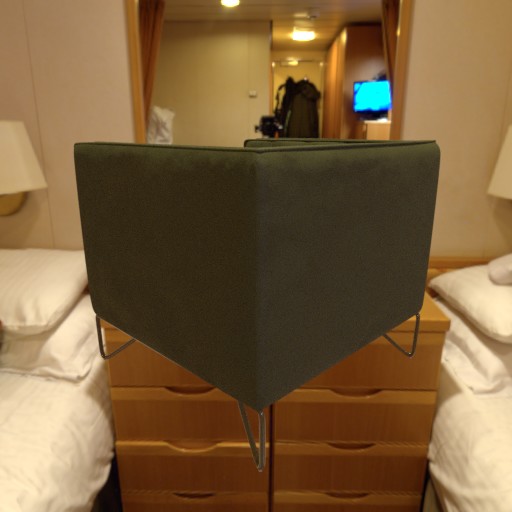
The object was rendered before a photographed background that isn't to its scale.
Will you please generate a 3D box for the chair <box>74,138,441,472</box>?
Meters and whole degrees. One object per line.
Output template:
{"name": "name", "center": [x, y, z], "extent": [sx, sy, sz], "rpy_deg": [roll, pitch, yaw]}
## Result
{"name": "chair", "center": [0.000, 0.000, 1.559], "extent": [0.894, 0.790, 0.880], "rpy_deg": [15, 22, 43]}
